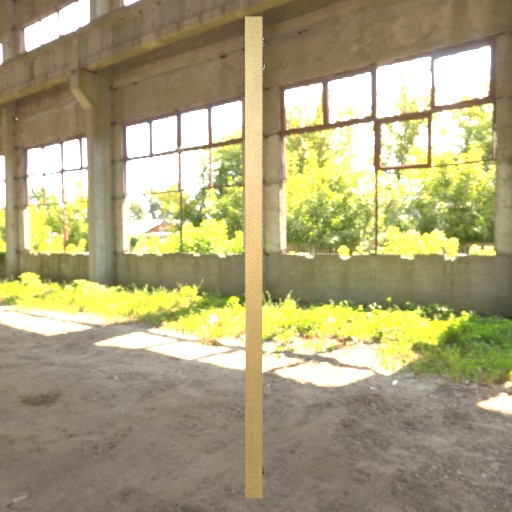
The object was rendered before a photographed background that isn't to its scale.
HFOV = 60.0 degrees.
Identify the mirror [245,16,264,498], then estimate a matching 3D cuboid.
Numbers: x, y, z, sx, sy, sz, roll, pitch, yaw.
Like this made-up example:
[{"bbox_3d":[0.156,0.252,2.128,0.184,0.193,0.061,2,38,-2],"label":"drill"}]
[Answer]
[{"bbox_3d":[0.000,0.000,1.314,0.041,1.016,0.762,0,2,0],"label":"mirror"}]
